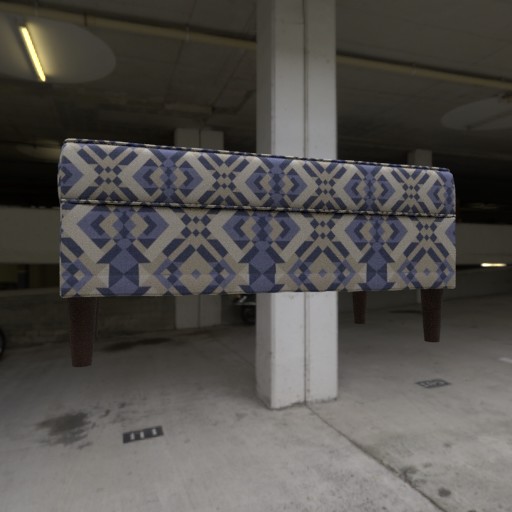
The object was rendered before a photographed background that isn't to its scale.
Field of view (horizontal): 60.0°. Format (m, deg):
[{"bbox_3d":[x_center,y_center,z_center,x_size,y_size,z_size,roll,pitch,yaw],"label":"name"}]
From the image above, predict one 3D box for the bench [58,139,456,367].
[{"bbox_3d":[0.000,0.000,1.278,1.016,0.477,0.492,0,-1,-18],"label":"bench"}]
